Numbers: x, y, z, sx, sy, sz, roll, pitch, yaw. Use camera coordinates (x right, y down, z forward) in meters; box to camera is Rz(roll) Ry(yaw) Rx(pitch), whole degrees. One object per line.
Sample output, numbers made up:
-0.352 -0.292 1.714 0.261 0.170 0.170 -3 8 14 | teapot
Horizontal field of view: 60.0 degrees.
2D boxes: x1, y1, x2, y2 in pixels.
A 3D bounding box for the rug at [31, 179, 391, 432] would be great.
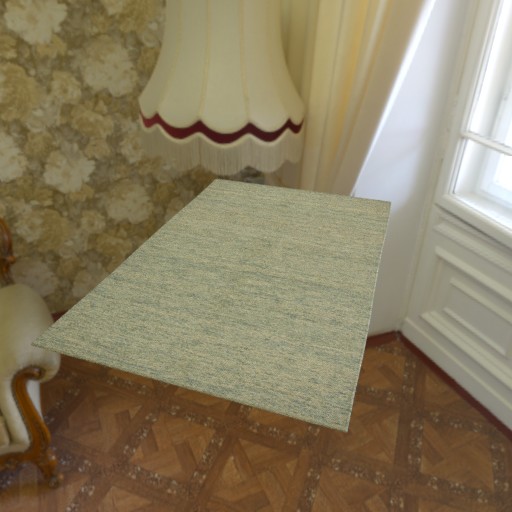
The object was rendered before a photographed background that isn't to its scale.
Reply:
0.000 0.000 2.871 1.547 0.013 2.283 10 33 16 | rug
